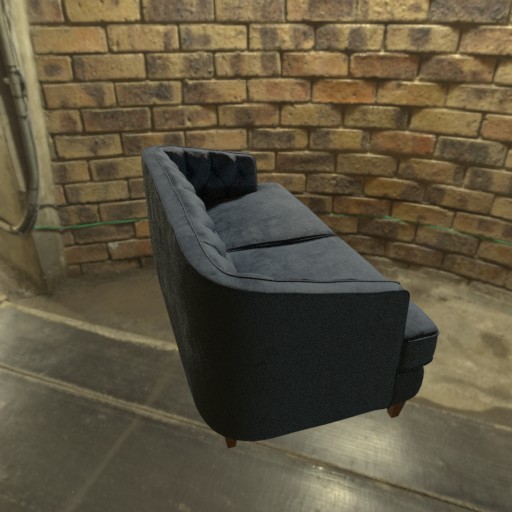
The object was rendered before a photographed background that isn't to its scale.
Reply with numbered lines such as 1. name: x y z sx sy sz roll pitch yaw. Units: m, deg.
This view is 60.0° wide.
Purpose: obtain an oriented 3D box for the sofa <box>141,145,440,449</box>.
1. sofa: 0.000 0.000 2.254 0.941 0.854 1.733 -10 31 -16
